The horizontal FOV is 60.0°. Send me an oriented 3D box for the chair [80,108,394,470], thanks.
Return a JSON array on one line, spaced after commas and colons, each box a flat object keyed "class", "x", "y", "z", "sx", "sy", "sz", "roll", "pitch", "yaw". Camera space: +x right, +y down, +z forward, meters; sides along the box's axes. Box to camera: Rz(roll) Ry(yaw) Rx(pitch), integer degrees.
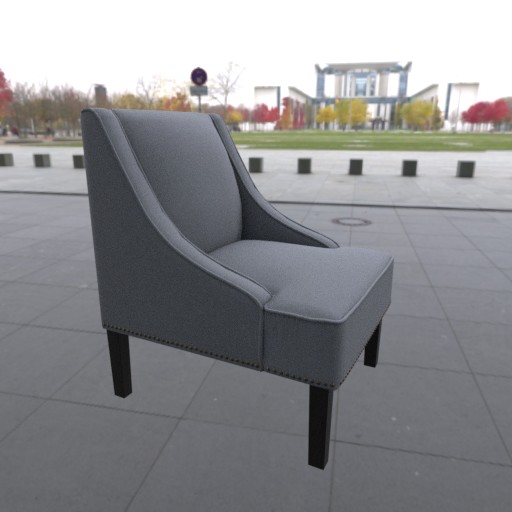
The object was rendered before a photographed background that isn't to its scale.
[{"class": "chair", "x": 0.000, "y": 0.000, "z": 1.376, "sx": 0.747, "sy": 0.867, "sz": 0.631, "roll": 8, "pitch": 18, "yaw": 26}]
